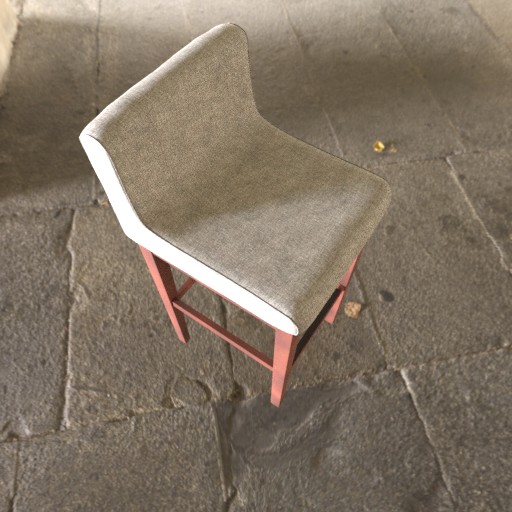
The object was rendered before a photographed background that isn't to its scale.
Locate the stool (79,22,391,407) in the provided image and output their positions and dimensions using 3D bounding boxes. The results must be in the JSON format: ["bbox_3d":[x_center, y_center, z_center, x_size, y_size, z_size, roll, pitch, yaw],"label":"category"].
[{"bbox_3d":[0.000,0.000,1.191,0.499,0.965,0.426,30,62,18],"label":"stool"}]
